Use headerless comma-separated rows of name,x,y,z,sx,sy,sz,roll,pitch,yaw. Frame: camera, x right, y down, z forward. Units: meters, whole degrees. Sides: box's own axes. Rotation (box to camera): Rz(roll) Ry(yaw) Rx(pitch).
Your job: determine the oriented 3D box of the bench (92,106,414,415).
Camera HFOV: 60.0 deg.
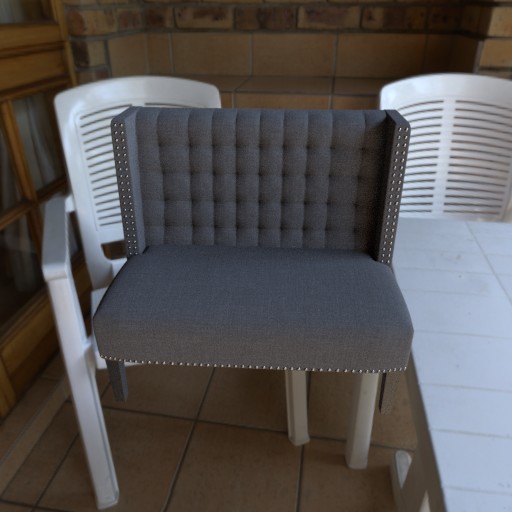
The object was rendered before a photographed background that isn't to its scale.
bench,0.000,0.000,1.989,1.276,1.121,0.842,2,30,3
